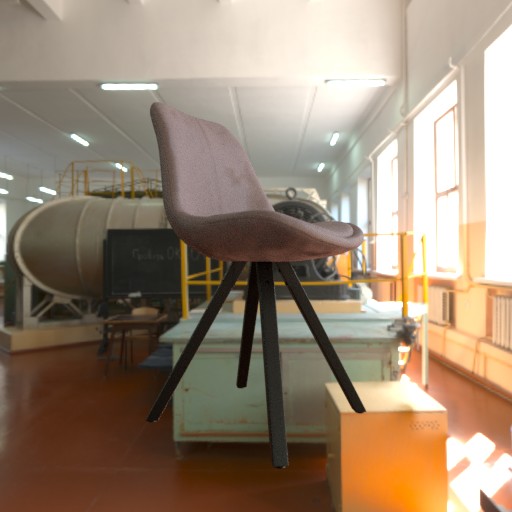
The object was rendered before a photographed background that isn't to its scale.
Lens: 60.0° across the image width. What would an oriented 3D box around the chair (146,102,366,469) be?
[{"bbox_3d":[0.000,0.000,1.197,0.547,0.865,0.483,0,0,37],"label":"chair"}]
